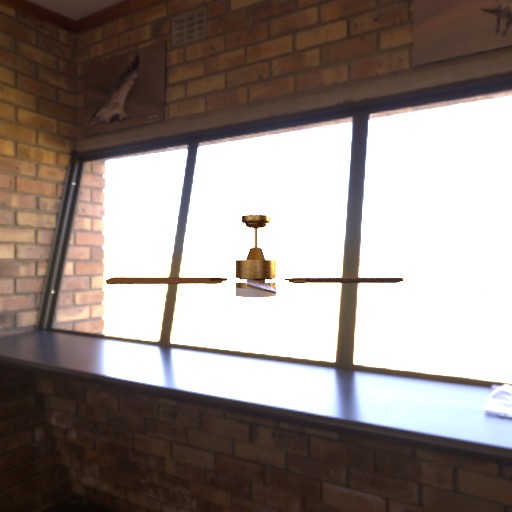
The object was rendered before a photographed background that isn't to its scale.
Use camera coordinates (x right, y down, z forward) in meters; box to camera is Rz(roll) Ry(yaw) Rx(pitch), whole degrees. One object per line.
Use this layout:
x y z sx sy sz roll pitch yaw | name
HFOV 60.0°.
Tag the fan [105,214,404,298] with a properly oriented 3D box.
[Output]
0.000 0.000 1.965 1.320 0.355 1.320 0 -1 -1 | fan
